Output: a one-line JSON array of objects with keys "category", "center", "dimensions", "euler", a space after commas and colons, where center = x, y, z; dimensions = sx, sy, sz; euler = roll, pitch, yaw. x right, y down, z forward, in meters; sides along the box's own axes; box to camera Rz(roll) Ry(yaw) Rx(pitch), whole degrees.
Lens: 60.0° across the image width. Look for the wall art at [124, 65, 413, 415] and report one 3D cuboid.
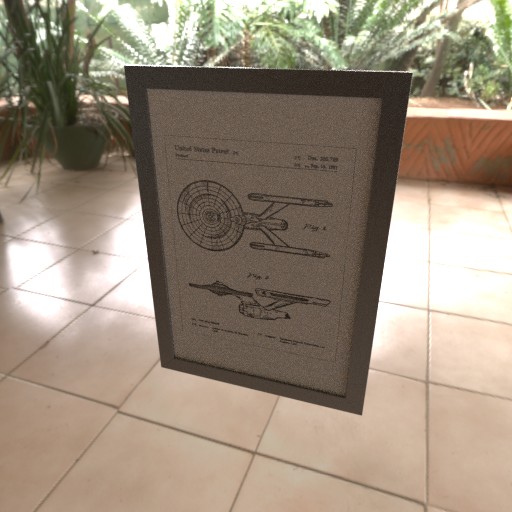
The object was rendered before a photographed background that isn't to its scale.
[{"category": "wall art", "center": [0.000, 0.000, 0.676], "dimensions": [0.376, 0.529, 0.013], "euler": [9, 28, 16]}]
